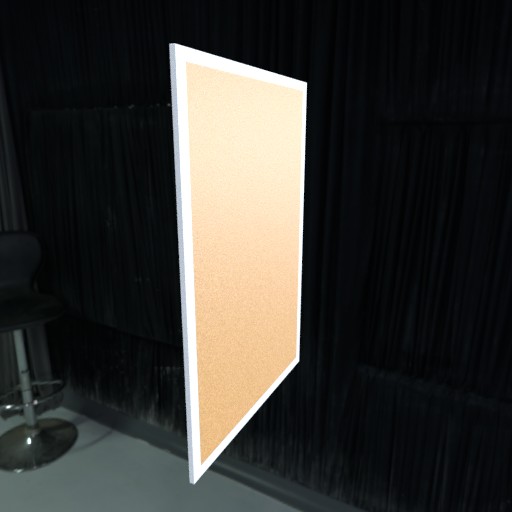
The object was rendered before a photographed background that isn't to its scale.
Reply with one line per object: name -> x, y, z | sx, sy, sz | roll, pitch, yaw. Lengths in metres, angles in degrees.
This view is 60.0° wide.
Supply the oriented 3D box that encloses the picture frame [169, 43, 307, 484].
picture frame -> 0.000, 0.000, 1.195 | 0.013, 0.940, 0.659 | 7, 17, 26
